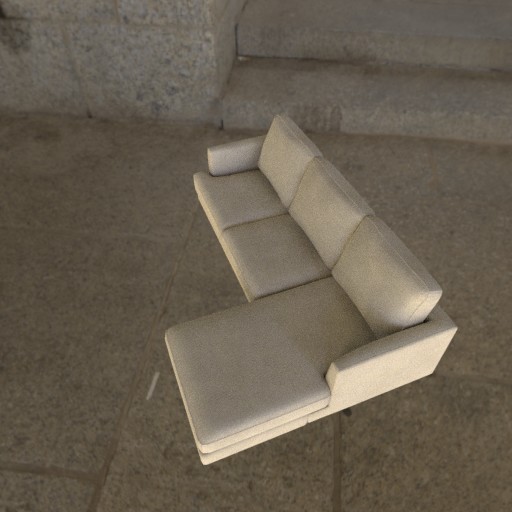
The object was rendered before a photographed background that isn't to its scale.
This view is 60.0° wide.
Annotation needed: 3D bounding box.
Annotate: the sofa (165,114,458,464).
[{"bbox_3d":[0.000,0.000,3.096,1.504,0.956,2.233,-16,48,-15],"label":"sofa"}]
